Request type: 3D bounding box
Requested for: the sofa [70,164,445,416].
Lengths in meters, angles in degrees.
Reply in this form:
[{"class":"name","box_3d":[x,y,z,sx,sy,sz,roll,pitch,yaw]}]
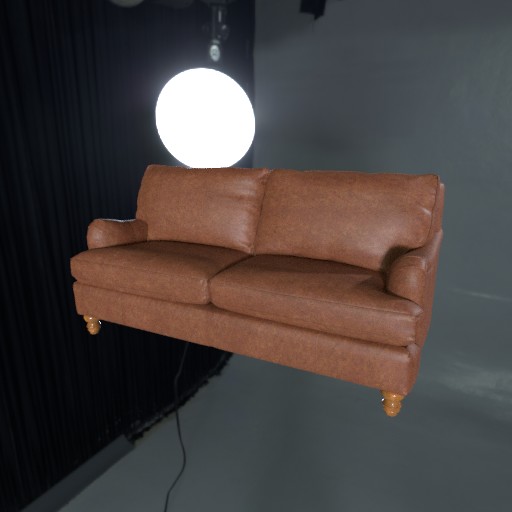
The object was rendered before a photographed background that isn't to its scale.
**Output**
[{"class":"sofa","box_3d":[0.000,0.000,2.804,2.144,1.071,1.147,8,17,26]}]
